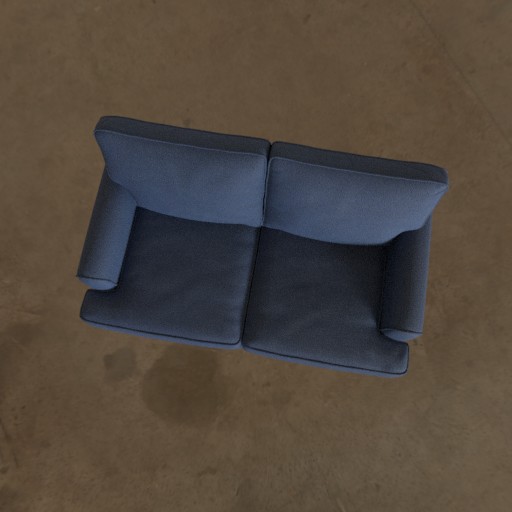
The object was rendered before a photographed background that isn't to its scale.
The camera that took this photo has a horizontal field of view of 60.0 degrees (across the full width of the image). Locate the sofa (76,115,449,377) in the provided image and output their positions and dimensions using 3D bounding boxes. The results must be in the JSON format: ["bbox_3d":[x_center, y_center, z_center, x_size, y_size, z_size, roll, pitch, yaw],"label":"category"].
[{"bbox_3d":[0.000,0.000,2.215,1.651,0.965,0.965,9,77,2],"label":"sofa"}]
